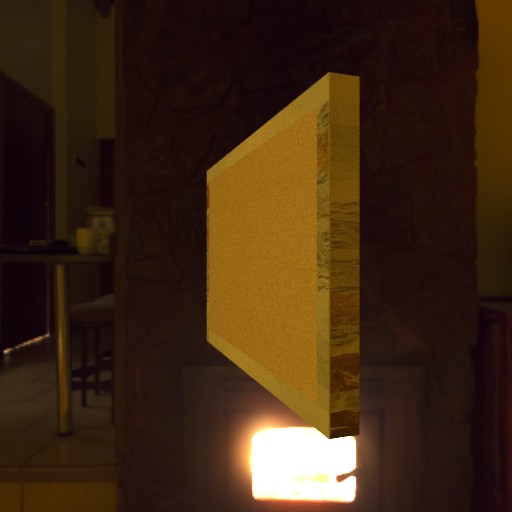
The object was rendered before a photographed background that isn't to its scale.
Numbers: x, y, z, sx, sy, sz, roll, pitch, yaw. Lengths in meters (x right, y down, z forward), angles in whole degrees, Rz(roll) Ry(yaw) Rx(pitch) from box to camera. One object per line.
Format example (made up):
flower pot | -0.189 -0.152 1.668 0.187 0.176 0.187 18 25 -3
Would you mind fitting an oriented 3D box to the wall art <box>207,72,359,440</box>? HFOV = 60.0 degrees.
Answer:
wall art | 0.000 0.000 0.783 0.041 0.407 0.606 0 0 -19
